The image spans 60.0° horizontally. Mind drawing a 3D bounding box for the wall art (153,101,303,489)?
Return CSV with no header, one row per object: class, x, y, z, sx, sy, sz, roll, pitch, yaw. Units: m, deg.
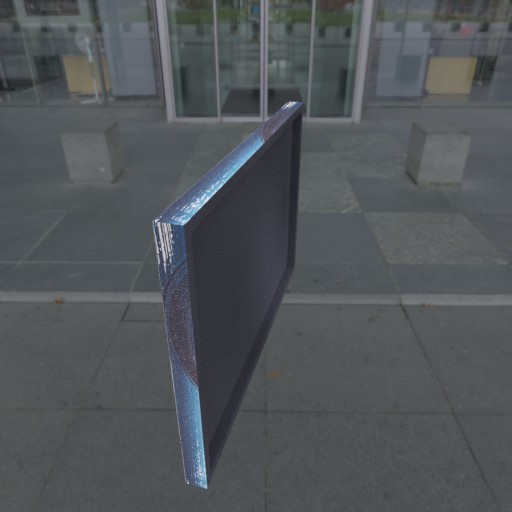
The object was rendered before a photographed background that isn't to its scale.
wall art,0.000,0.000,0.772,0.033,0.406,0.609,8,31,14
